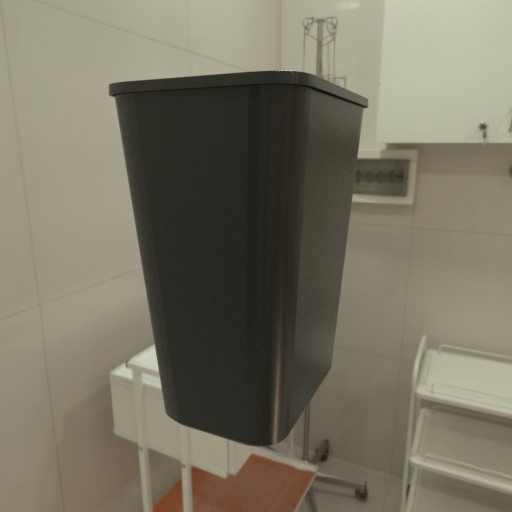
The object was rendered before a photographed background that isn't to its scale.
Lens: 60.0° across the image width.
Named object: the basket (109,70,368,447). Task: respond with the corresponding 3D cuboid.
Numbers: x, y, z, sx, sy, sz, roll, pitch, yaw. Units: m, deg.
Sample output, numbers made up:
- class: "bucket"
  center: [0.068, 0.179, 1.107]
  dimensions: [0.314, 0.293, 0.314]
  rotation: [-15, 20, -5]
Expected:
- class: "basket"
  center: [0.000, 0.000, 0.753]
  dimensions: [0.287, 0.521, 0.394]
  rotation: [7, 15, 25]
